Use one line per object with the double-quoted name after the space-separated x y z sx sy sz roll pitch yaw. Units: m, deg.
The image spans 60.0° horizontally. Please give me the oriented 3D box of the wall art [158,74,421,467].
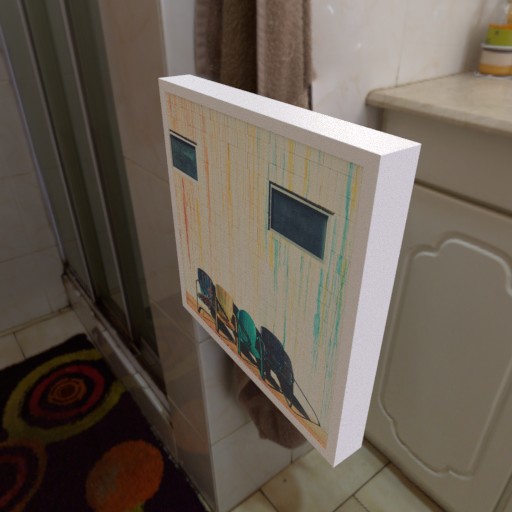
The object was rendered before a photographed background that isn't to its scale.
0.000 0.000 0.454 0.038 0.305 0.305 -21 37 -30 "wall art"
